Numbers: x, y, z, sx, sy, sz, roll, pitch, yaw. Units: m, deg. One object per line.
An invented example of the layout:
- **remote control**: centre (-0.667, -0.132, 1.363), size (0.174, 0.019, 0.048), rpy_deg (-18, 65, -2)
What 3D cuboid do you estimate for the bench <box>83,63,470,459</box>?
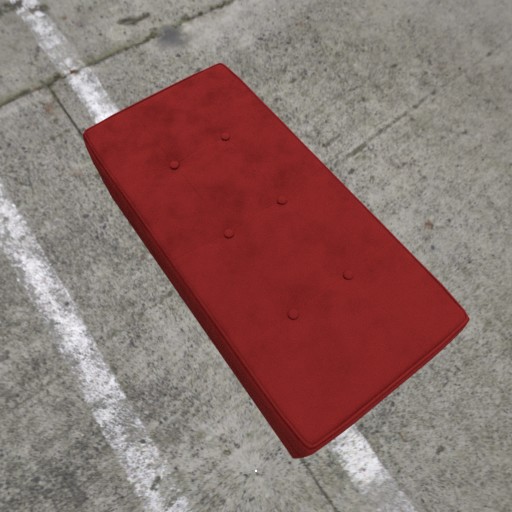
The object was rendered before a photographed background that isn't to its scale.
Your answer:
- **bench**: centre (0.000, 0.000, 1.298), size (0.492, 0.471, 1.016), rpy_deg (-33, 69, -15)
